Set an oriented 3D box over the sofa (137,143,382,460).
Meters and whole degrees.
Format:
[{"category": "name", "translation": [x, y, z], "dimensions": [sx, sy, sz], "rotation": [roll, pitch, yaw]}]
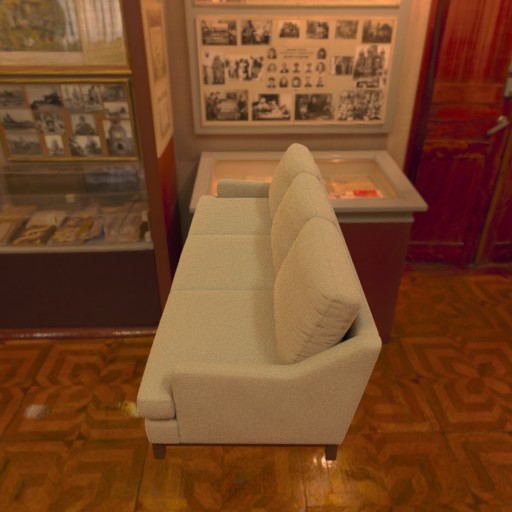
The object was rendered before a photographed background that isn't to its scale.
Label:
[{"category": "sofa", "translation": [0.000, 0.000, 2.826], "dimensions": [1.000, 0.913, 2.321], "rotation": [0, 29, 0]}]
